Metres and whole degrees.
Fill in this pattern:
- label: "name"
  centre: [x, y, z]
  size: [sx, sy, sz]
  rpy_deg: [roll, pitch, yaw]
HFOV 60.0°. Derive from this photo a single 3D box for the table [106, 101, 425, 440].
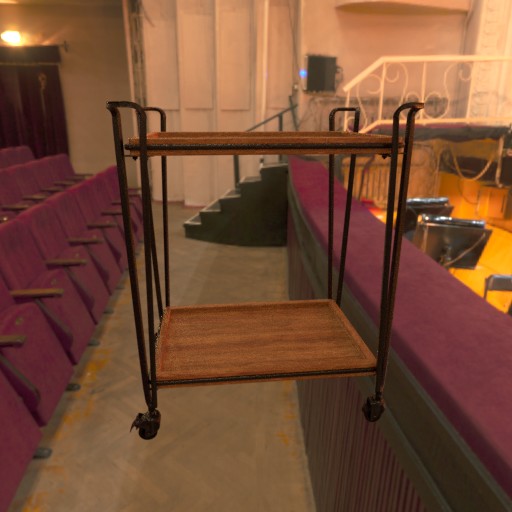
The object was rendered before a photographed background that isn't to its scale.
- label: "table"
  centre: [0.000, 0.000, 1.216]
  size: [0.672, 0.785, 0.505]
  rpy_deg: [-2, 18, -6]
